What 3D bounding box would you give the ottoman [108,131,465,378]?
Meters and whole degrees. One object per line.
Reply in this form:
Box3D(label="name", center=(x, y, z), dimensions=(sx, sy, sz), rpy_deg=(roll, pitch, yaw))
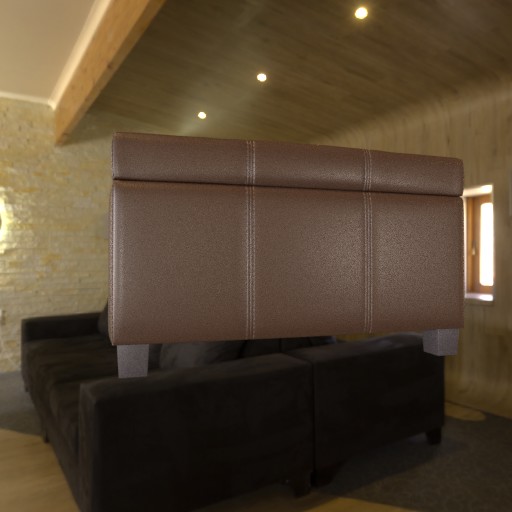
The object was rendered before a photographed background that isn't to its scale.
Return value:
Box3D(label="ottoman", center=(0.000, 0.000, 1.274), dimensions=(0.787, 0.460, 0.788), rpy_deg=(0, -1, -16))
